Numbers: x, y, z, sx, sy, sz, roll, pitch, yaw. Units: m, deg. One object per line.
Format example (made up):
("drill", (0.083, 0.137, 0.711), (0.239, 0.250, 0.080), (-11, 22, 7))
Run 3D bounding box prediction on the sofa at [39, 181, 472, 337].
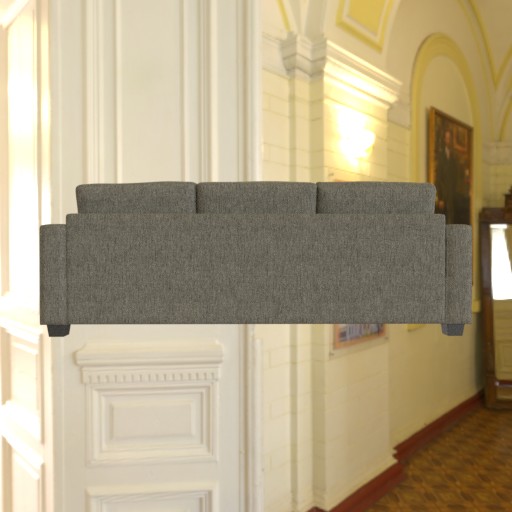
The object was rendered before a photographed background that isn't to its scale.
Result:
("sofa", (0.000, 0.000, 2.629), (2.160, 0.800, 0.900), (0, 0, -1))
